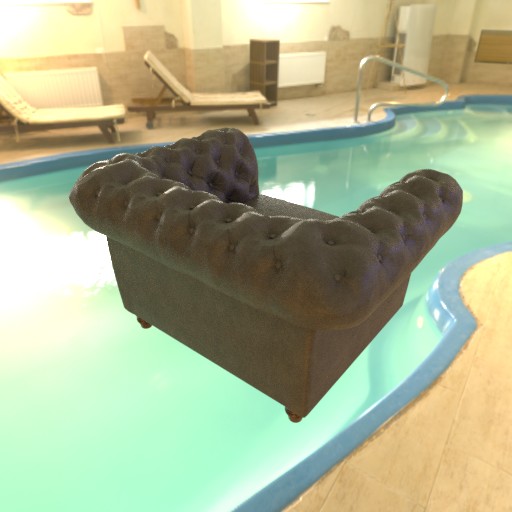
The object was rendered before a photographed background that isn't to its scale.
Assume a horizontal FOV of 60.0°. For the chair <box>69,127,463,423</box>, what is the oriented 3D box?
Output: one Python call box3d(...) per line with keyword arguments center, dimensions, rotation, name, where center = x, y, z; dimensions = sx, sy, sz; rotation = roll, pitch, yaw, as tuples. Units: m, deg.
box3d(center=(0.000, 0.000, 1.841), dimensions=(1.298, 0.780, 0.943), rotation=(22, 37, 33), name="chair")
